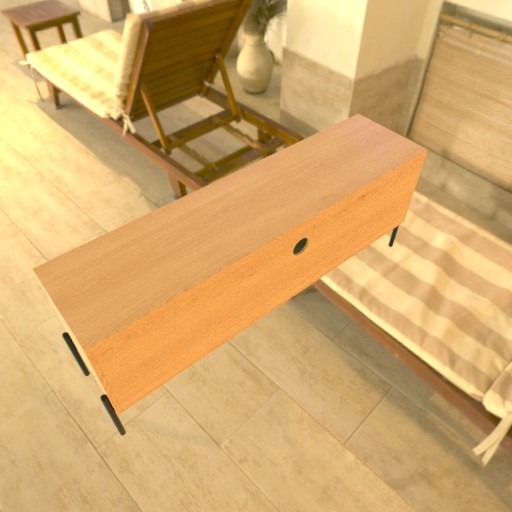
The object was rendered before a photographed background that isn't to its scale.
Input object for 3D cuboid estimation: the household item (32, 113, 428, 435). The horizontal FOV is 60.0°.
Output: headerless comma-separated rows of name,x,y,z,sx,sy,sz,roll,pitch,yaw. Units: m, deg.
household item,0.000,0.000,1.829,1.550,0.600,0.400,-31,54,-26
